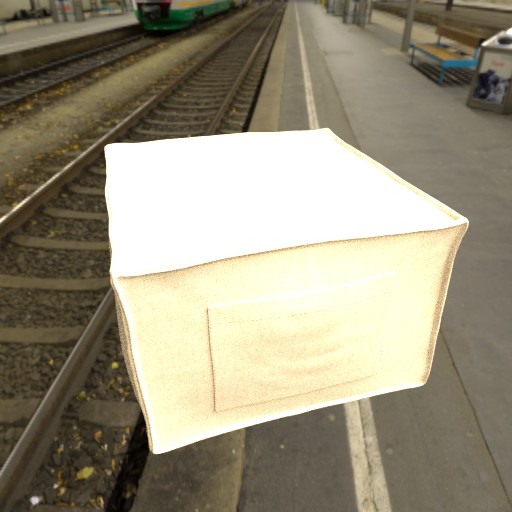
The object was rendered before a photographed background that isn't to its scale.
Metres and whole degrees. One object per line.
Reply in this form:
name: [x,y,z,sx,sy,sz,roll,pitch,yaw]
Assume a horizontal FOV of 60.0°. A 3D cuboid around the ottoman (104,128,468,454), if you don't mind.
ottoman: [0.000,0.000,1.144,0.707,0.470,0.696,-9,32,-15]
